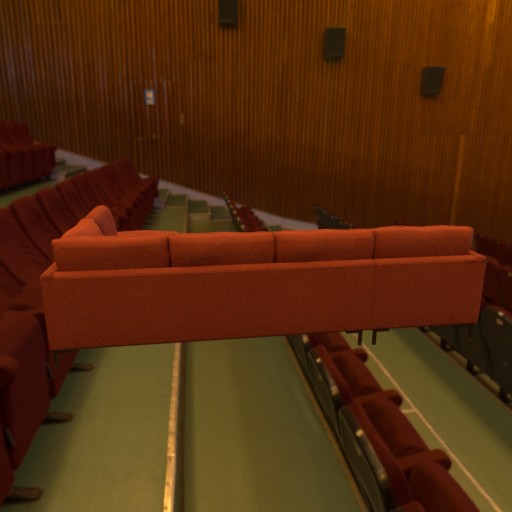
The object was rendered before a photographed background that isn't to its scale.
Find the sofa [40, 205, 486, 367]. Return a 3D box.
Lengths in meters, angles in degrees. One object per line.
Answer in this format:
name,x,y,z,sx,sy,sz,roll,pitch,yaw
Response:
sofa,0.000,0.000,3.545,2.736,0.757,1.879,-2,15,-8
